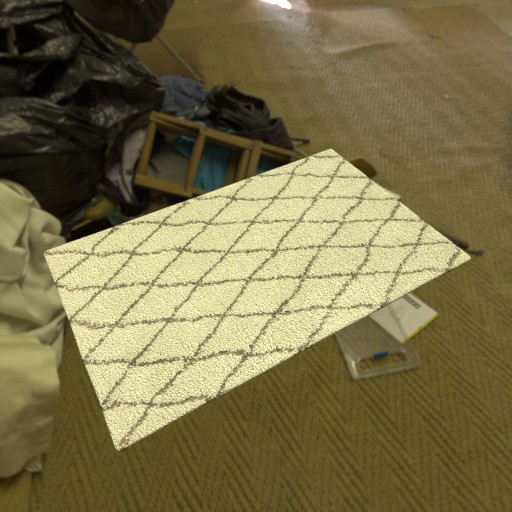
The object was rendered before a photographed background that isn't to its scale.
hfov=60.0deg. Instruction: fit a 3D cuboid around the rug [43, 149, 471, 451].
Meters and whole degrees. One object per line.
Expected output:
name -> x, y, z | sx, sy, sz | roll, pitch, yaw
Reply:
rug -> 0.000, 0.000, 2.969 | 2.438, 0.030, 1.524 | -23, 51, -21
